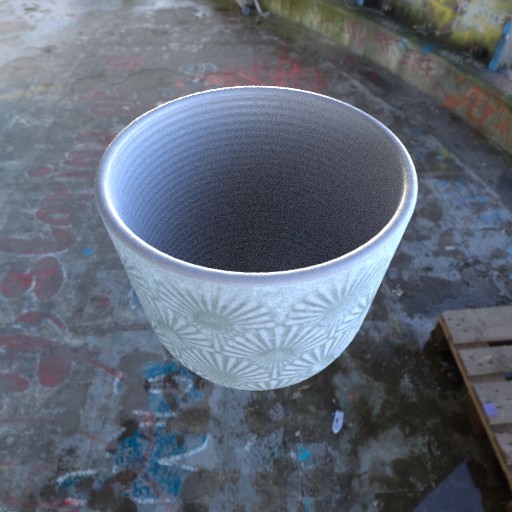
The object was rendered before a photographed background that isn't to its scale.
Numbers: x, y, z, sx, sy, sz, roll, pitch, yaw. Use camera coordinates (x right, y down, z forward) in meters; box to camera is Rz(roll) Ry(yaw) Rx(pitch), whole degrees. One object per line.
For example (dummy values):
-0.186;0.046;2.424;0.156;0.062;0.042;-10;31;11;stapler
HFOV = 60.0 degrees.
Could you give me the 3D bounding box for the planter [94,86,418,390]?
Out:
0.000;0.000;0.293;0.170;0.152;0.170;0;48;0;planter
